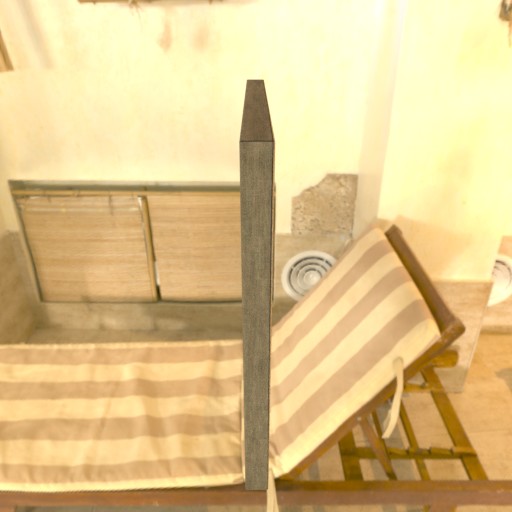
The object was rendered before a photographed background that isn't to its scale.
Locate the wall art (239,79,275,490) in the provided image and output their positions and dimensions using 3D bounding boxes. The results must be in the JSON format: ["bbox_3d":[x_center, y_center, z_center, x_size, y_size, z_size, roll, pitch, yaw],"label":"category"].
[{"bbox_3d":[0.000,0.000,1.115,0.050,0.751,0.749,0,28,0],"label":"wall art"}]
